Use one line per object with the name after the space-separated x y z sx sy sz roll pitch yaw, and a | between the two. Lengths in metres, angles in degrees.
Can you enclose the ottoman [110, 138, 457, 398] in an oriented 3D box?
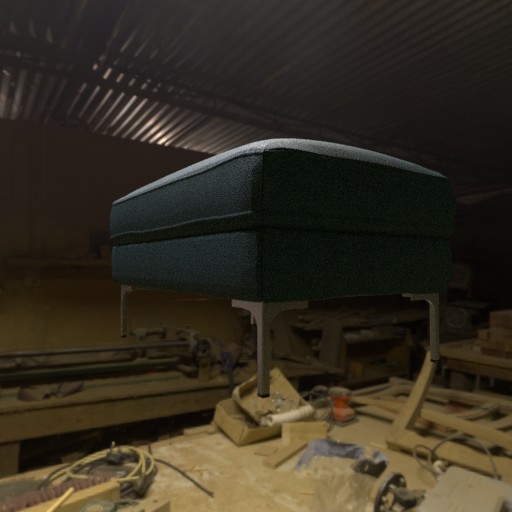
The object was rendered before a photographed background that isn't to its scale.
0.000 0.000 1.209 0.563 0.498 0.856 1 -2 -34 | ottoman
